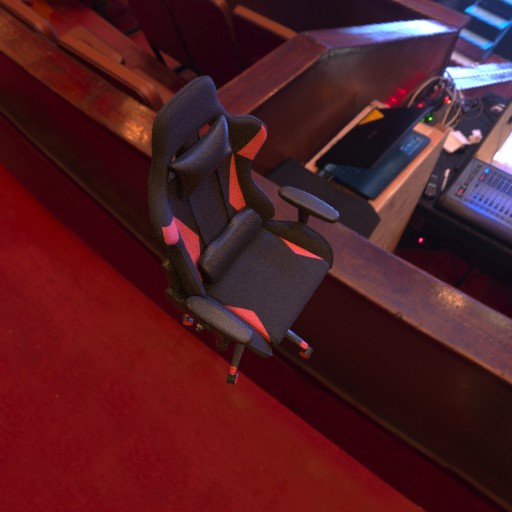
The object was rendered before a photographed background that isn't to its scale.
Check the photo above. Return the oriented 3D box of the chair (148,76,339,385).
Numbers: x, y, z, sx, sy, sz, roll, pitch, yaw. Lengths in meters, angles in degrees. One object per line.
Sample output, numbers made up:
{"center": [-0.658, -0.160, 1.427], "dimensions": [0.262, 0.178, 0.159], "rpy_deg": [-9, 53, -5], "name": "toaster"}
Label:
{"center": [0.000, 0.000, 1.746], "dimensions": [0.658, 1.326, 0.695], "rpy_deg": [30, 63, 17], "name": "chair"}
